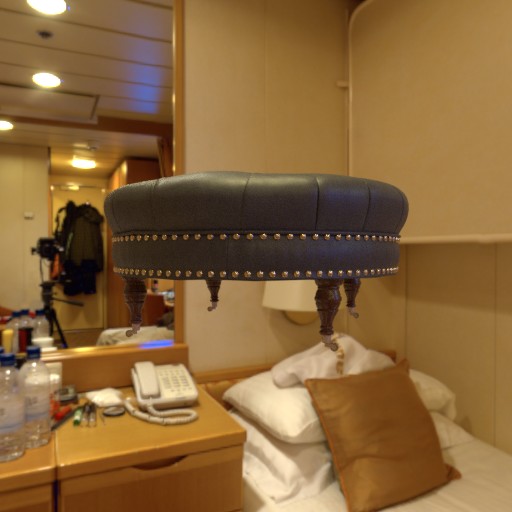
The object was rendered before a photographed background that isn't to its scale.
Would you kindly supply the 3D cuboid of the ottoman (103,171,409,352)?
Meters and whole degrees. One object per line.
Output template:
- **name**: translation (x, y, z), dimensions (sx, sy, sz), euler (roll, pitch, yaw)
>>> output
- **ottoman**: translation (0.000, 0.000, 1.384), dimensions (0.901, 0.439, 0.901), euler (0, 1, 0)
